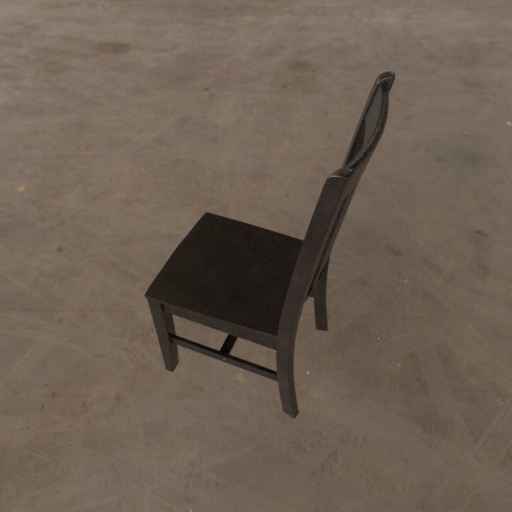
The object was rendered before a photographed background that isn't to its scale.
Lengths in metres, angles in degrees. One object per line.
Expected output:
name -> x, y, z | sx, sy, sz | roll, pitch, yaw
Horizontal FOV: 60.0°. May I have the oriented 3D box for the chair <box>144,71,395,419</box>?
chair -> 0.000, 0.000, 1.303 | 0.555, 0.998, 0.450 | 16, 48, 15
